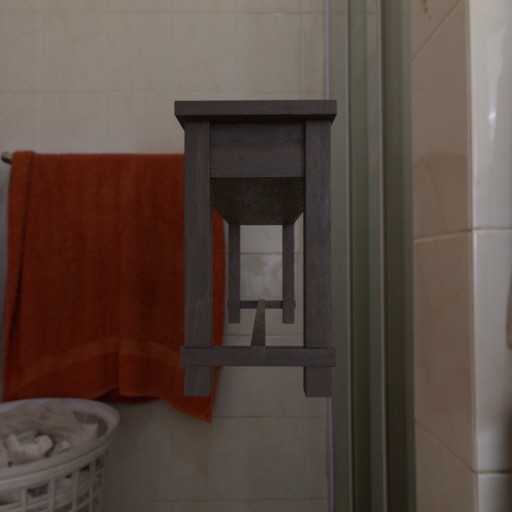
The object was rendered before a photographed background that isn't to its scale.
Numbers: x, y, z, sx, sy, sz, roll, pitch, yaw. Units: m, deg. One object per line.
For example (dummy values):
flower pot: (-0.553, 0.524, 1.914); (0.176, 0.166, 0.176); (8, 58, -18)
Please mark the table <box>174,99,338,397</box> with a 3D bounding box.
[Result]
table: (0.000, 0.000, 1.910); (0.442, 0.762, 1.599); (0, -1, 1)
